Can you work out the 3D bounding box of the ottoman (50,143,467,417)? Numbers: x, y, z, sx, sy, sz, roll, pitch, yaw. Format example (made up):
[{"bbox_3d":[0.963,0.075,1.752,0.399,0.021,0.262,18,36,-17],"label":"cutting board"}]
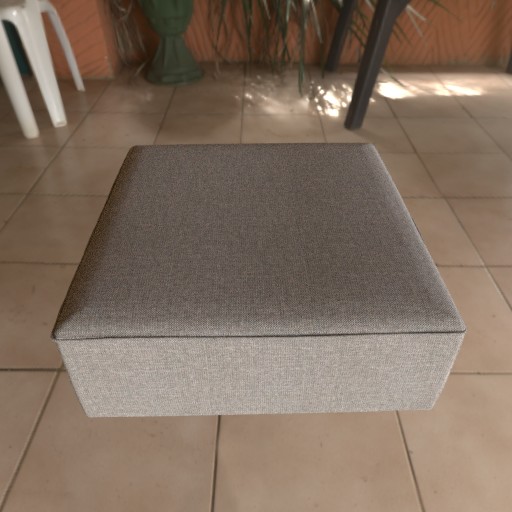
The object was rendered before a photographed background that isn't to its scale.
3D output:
[{"bbox_3d":[0.000,0.000,1.535,1.023,0.423,1.017,-1,40,-1],"label":"ottoman"}]
